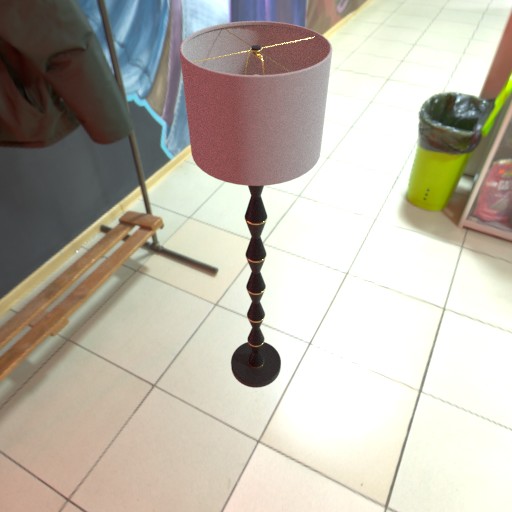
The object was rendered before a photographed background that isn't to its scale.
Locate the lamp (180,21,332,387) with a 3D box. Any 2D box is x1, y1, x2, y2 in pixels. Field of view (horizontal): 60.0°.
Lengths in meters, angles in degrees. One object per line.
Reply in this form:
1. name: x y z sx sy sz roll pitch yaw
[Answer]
1. lamp: 0.000 0.000 1.628 0.381 1.480 0.381 -21 48 -20
